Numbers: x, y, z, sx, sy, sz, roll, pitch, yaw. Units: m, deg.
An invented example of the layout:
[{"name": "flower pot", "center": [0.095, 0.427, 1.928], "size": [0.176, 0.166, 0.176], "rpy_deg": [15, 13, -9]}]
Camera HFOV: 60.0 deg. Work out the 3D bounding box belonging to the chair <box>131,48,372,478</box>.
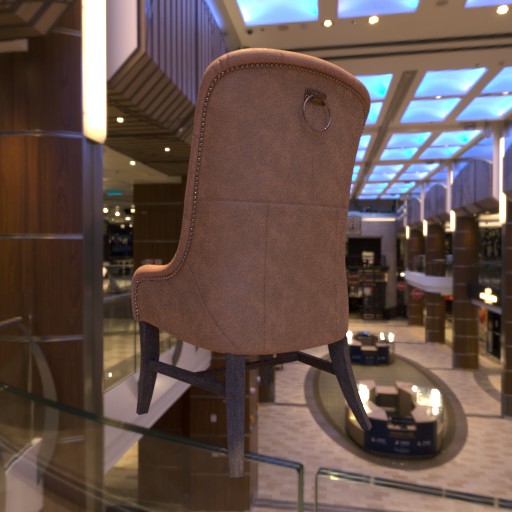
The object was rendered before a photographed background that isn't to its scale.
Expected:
[{"name": "chair", "center": [0.000, 0.000, 1.454], "size": [0.634, 1.091, 0.629], "rpy_deg": [0, 1, -37]}]
